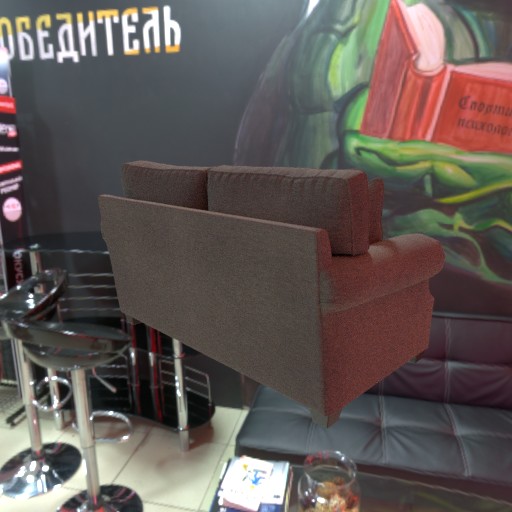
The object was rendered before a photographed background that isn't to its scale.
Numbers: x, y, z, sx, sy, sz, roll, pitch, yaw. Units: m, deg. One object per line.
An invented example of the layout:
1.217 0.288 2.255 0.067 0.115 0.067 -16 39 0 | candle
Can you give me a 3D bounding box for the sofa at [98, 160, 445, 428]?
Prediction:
0.000 0.000 2.331 0.966 0.966 1.701 -13 19 -43 | sofa
